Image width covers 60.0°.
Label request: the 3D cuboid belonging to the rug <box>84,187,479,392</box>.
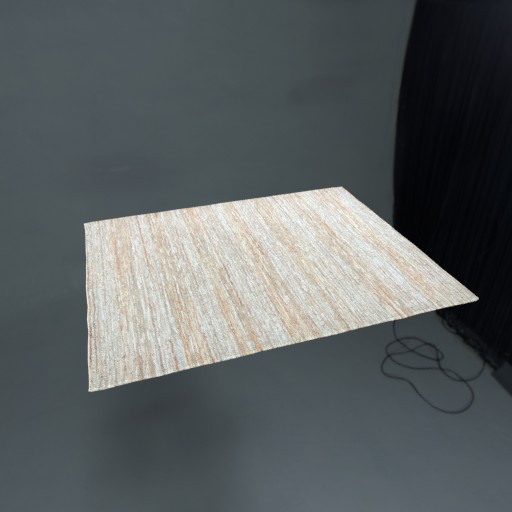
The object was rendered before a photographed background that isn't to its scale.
[{"bbox_3d":[0.000,0.000,4.002,2.939,0.009,2.313,-10,34,-15],"label":"rug"}]
